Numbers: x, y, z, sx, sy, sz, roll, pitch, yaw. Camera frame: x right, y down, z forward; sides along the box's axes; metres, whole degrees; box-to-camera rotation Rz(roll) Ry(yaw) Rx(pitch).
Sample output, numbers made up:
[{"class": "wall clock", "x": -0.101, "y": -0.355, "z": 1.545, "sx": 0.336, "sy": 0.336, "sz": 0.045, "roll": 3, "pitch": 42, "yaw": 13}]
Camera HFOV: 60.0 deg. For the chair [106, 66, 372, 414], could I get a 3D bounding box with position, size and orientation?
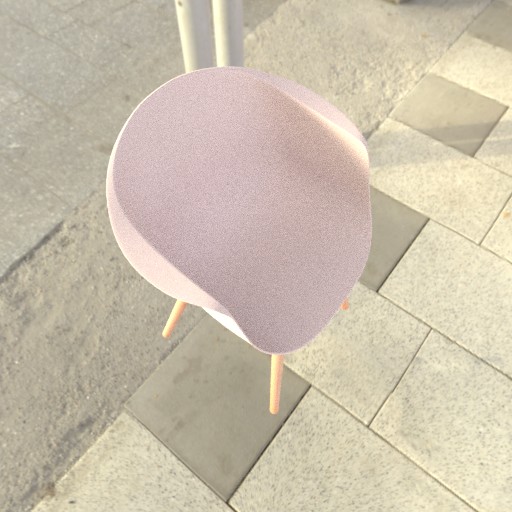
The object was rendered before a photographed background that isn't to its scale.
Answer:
[{"class": "chair", "x": 0.000, "y": 0.000, "z": 1.141, "sx": 0.504, "sy": 0.781, "sz": 0.593, "roll": 32, "pitch": 63, "yaw": 18}]
